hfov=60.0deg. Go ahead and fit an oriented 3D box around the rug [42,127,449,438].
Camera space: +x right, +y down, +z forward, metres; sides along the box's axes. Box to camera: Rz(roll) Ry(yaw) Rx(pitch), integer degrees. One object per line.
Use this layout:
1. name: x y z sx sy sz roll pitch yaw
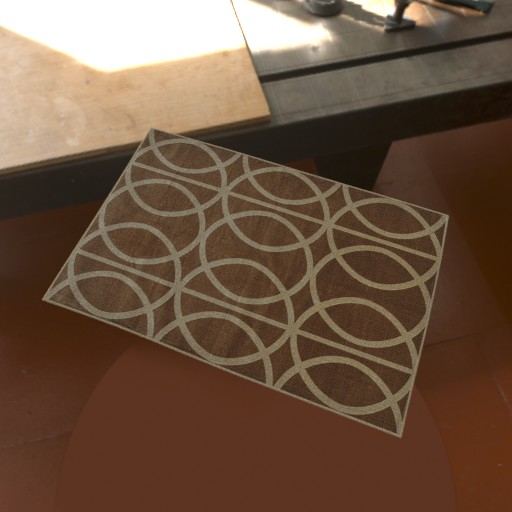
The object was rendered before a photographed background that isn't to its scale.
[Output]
1. rug: 0.000 0.000 2.908 2.290 0.014 1.526 18 65 9
